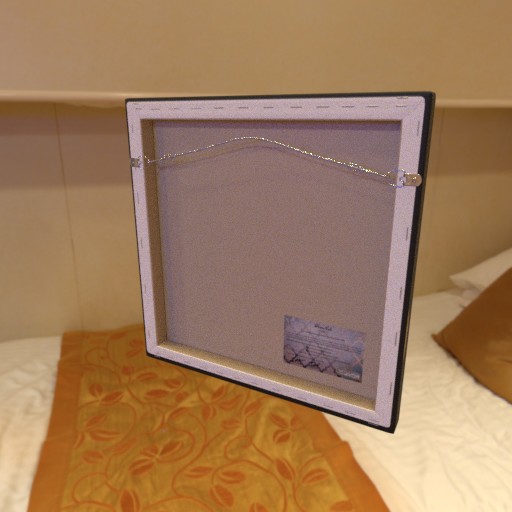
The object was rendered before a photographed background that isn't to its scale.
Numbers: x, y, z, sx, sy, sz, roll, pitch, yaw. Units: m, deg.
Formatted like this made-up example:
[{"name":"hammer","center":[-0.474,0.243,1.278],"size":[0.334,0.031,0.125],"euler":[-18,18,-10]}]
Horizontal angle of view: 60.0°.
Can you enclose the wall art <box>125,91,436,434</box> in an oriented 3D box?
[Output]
[{"name":"wall art","center":[0.000,0.000,0.896],"size":[0.610,0.611,0.043],"euler":[9,20,27]}]
